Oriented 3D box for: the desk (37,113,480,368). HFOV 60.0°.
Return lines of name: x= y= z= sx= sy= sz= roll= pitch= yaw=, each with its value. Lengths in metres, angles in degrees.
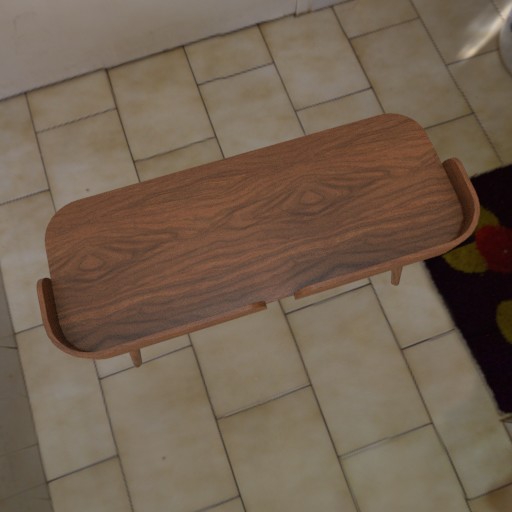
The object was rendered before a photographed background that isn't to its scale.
desk: x=0.000 y=0.000 z=1.641 sx=1.256 sy=0.800 sz=0.486 roll=-17 pitch=75 yaw=-5
